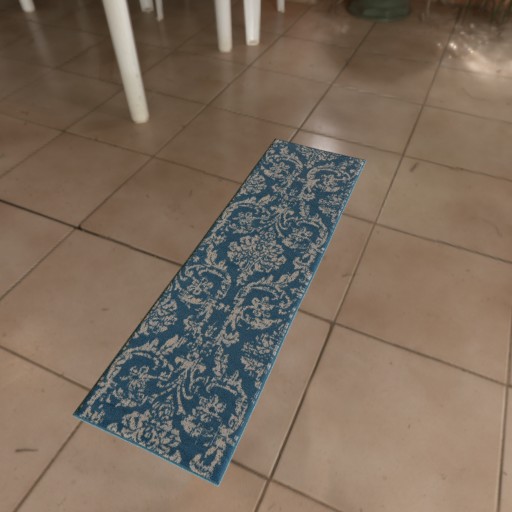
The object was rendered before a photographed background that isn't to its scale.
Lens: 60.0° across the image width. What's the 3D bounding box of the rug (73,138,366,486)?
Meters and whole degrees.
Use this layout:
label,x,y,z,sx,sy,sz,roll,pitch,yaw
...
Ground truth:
label,x,y,z,sx,sy,sz,roll,pitch,yaw
rug,0.000,0.000,2.379,0.662,0.011,2.196,18,50,16
